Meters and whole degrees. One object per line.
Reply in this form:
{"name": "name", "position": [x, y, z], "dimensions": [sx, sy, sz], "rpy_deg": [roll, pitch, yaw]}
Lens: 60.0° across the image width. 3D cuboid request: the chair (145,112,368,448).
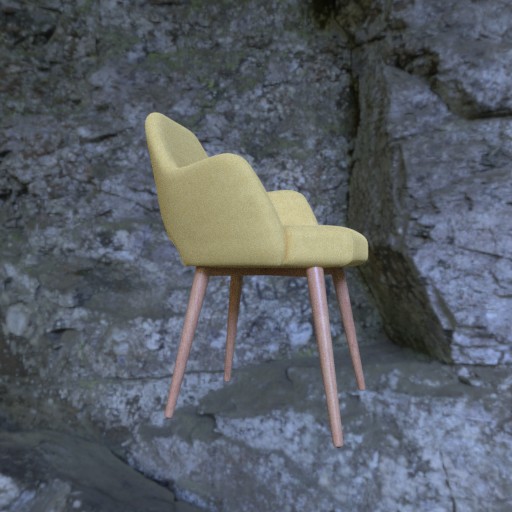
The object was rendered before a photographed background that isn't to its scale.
{"name": "chair", "position": [0.000, 0.000, 1.274], "dimensions": [0.610, 0.840, 0.590], "rpy_deg": [0, -1, 20]}
